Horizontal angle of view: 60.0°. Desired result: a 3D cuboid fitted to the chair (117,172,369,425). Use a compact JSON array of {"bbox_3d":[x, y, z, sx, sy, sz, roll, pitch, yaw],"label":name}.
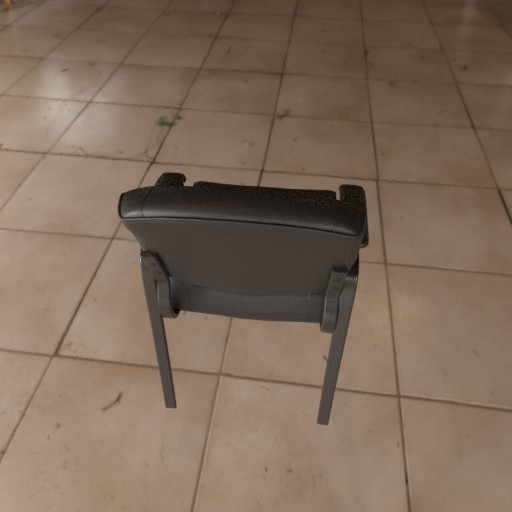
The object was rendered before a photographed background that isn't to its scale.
[{"bbox_3d":[0.000,0.000,1.319,0.591,0.910,0.668,5,46,4],"label":"chair"}]
